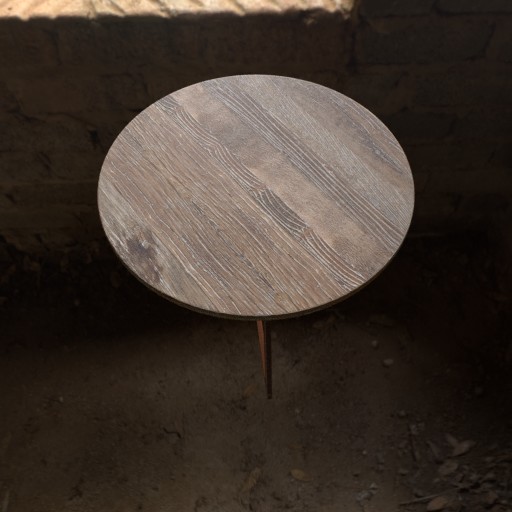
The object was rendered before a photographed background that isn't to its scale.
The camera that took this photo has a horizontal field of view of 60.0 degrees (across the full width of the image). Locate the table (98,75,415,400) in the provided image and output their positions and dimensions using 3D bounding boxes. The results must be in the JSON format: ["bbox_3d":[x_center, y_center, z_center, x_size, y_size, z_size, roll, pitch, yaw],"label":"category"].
[{"bbox_3d":[0.000,0.000,0.920,0.500,0.500,0.500,0,58,0],"label":"table"}]
